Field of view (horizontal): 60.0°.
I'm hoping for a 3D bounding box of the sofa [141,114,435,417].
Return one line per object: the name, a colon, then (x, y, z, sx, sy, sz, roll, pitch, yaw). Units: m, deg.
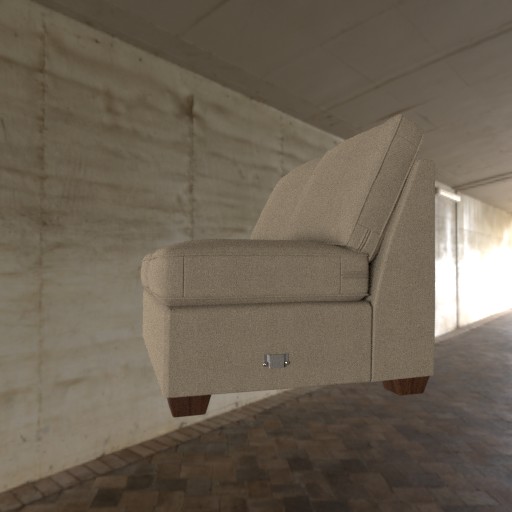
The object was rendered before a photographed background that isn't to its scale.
sofa: (0.000, 0.000, 2.020, 0.978, 1.006, 1.232, 0, -1, -17)
